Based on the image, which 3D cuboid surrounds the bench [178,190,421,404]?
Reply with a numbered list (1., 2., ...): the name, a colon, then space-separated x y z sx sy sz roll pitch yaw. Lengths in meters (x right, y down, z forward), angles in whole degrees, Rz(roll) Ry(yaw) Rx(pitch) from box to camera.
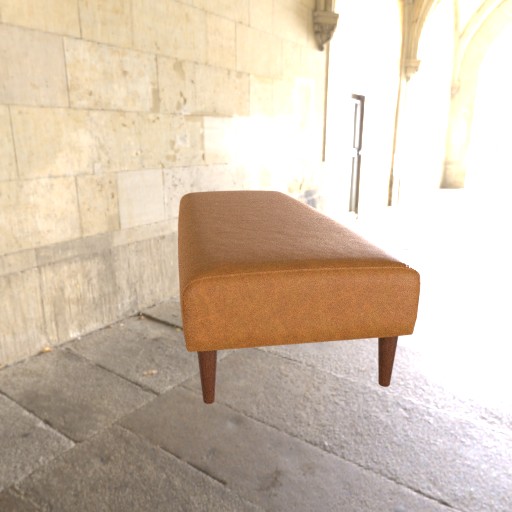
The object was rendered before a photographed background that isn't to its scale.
1. bench: 0.000 0.000 1.904 0.653 0.399 1.610 -3 15 -9
